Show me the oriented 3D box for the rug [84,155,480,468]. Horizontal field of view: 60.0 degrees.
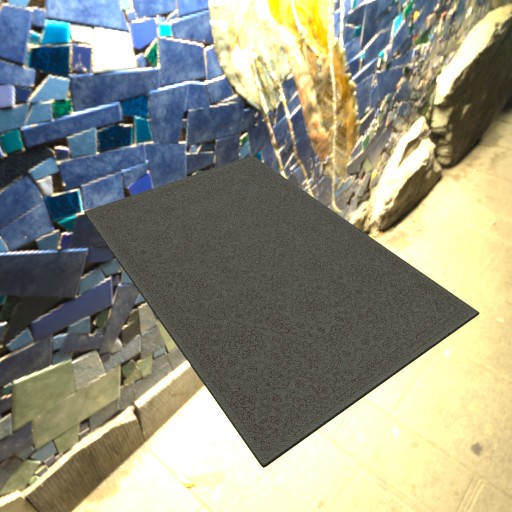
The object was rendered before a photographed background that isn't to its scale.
[{"bbox_3d":[0.000,0.000,2.322,1.219,0.010,1.829,-24,46,-26],"label":"rug"}]
